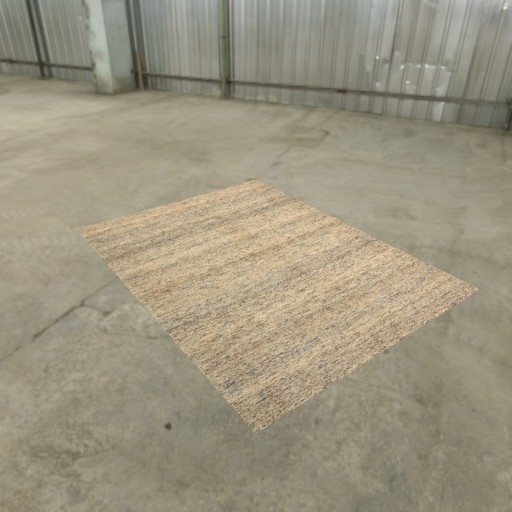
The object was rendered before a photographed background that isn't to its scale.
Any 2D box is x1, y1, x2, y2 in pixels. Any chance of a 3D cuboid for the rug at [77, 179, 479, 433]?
[{"bbox_3d":[0.000,0.000,4.300,2.414,0.036,3.199,-21,37,-31],"label":"rug"}]
